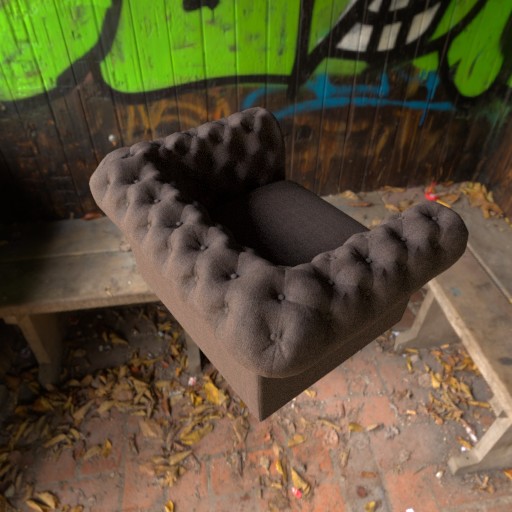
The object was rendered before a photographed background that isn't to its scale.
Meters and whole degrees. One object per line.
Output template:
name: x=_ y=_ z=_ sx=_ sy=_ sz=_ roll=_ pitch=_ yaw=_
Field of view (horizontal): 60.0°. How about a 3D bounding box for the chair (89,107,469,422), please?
chair: x=0.000 y=0.000 z=1.909 sx=0.945 sy=0.780 sz=1.298 roll=-27 pitch=48 yaw=-27
